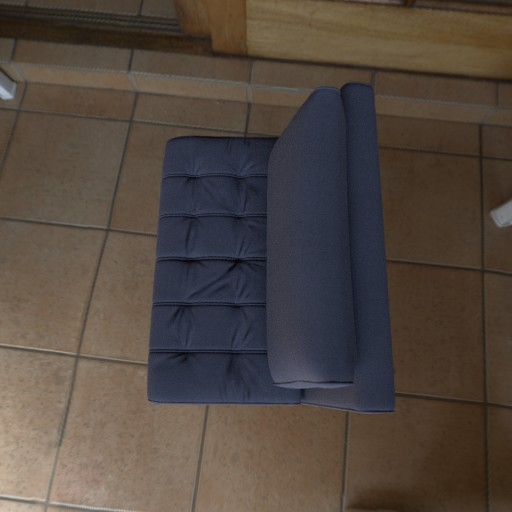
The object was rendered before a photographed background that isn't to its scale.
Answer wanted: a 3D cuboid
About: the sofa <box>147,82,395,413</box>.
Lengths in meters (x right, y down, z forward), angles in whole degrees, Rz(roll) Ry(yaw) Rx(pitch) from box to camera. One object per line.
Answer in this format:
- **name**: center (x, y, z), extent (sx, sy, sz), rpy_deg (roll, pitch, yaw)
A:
- **sofa**: center (0.000, 0.000, 1.877), extent (0.910, 0.910, 1.220), rpy_deg (1, 75, 0)
